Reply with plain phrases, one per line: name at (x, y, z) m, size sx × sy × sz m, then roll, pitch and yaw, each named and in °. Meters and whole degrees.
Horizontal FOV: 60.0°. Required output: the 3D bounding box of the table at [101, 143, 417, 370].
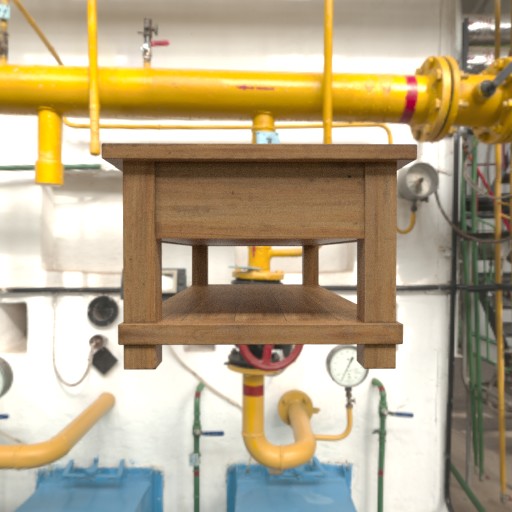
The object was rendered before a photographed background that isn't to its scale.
table at (0.000, 0.000, 1.585) m, size 0.693 × 0.494 × 1.270 m, roll 0°, pitch 0°, yaw -1°
